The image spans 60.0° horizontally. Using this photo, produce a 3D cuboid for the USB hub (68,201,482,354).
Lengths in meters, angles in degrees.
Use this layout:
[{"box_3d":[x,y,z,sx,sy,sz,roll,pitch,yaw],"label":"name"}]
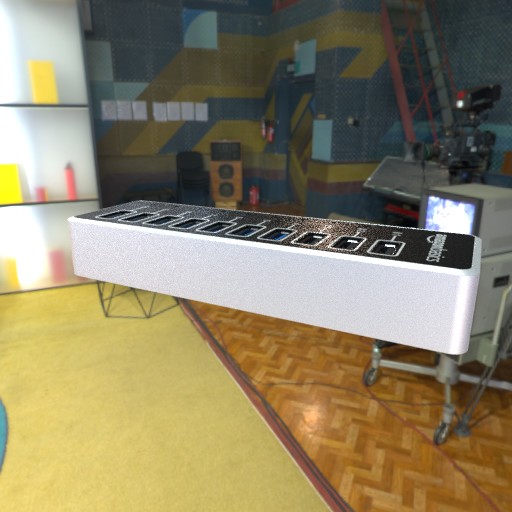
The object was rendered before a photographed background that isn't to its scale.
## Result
[{"box_3d":[0.000,0.000,0.162,0.145,0.023,0.044,8,19,25],"label":"USB hub"}]
